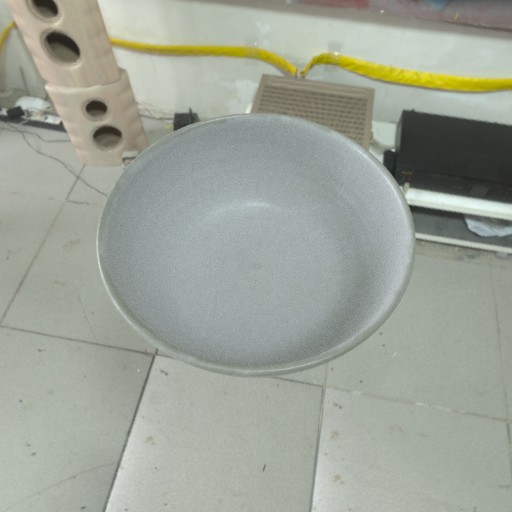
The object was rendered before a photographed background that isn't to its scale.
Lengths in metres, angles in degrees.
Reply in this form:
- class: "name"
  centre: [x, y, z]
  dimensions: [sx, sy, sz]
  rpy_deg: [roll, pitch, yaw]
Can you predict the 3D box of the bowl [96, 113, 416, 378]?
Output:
- class: "bowl"
  centre: [0.000, 0.000, 0.427]
  dimensions: [0.268, 0.121, 0.268]
  rpy_deg: [0, 58, 0]
